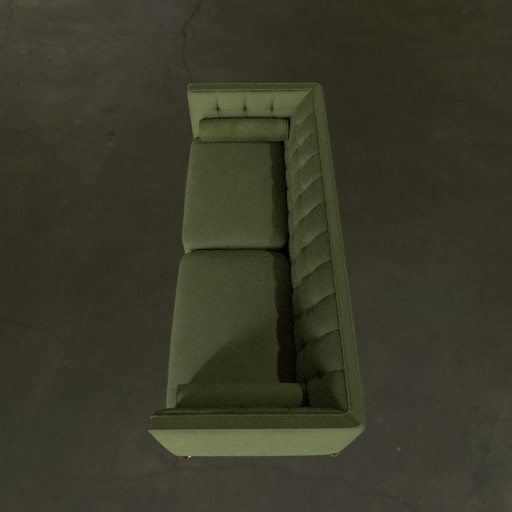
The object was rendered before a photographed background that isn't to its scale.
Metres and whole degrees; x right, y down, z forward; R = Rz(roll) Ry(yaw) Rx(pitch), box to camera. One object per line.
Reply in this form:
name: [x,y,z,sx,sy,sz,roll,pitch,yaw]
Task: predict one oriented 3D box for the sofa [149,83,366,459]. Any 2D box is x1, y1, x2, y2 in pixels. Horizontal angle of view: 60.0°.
sofa: [0.000,0.000,2.546,0.867,0.789,2.087,0,58,0]
